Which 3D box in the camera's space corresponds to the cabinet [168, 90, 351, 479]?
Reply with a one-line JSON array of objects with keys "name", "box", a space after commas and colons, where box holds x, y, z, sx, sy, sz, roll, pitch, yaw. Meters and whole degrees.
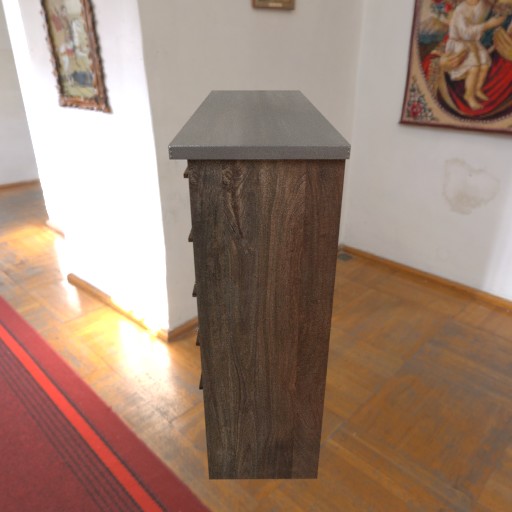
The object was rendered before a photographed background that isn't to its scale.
[{"name": "cabinet", "box": [0.000, 0.000, 1.439, 0.338, 0.919, 0.968, 0, 26, 0]}]
